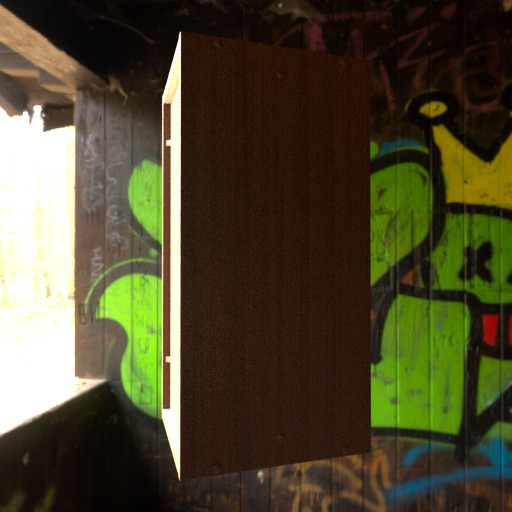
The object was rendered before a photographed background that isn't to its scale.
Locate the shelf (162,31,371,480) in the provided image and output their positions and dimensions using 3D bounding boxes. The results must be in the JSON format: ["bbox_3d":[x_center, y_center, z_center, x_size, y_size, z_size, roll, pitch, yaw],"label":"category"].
[{"bbox_3d":[0.000,0.000,0.754,0.290,0.600,0.253,0,-1,-17],"label":"shelf"}]
